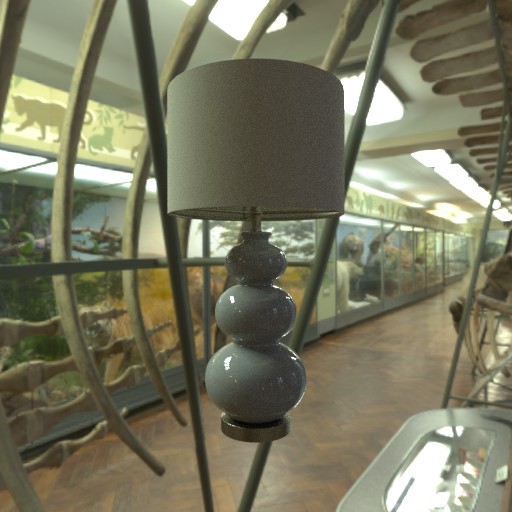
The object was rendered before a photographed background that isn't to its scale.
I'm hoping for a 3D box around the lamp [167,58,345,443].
[{"bbox_3d":[0.000,0.000,0.939,0.367,0.730,0.367,0,1,33],"label":"lamp"}]
